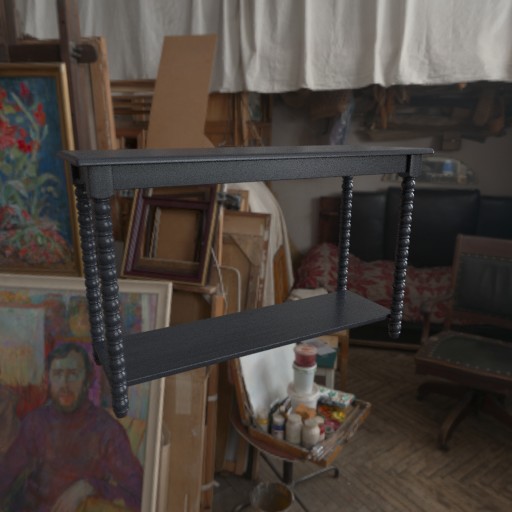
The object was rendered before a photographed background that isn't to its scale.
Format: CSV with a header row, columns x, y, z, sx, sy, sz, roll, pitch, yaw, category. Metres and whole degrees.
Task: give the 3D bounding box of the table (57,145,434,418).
x,y,z,sx,sy,sz,roll,pitch,yaw,category
0.000,0.000,1.572,1.184,0.735,0.459,-8,18,-27,table
